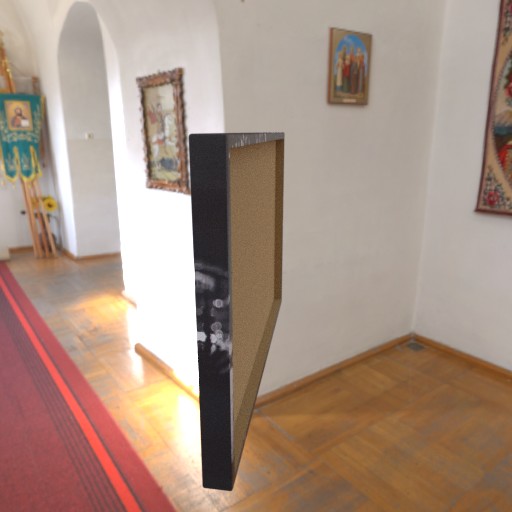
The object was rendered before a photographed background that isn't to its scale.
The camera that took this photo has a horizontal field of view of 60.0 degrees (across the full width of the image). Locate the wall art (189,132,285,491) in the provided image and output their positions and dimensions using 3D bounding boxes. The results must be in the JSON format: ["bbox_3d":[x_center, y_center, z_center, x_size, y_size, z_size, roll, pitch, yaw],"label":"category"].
[{"bbox_3d":[0.000,0.000,0.758,0.037,0.406,0.609,2,16,8],"label":"wall art"}]
